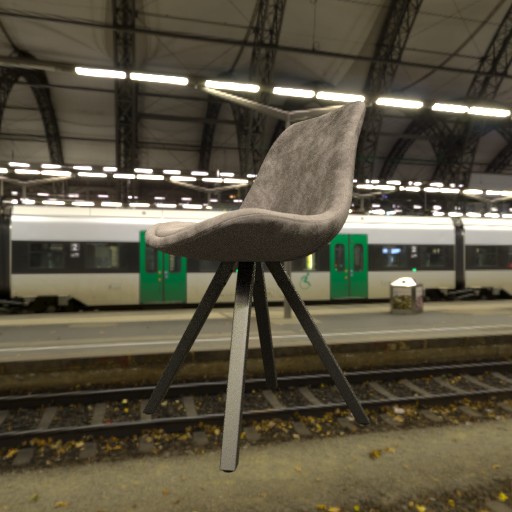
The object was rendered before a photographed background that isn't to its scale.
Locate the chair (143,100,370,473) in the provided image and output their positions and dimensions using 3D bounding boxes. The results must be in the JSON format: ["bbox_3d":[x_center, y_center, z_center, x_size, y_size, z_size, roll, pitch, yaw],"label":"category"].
[{"bbox_3d":[0.000,0.000,1.165,0.550,0.850,0.485,0,-1,-36],"label":"chair"}]
